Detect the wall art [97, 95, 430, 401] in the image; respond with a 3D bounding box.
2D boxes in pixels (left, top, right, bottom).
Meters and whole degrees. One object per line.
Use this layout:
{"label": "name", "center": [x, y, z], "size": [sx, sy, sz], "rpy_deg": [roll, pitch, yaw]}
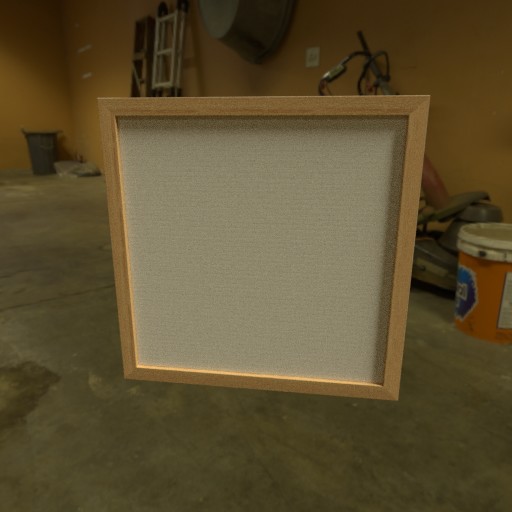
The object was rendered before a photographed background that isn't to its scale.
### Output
{"label": "wall art", "center": [0.000, 0.000, 1.128], "size": [0.762, 0.762, 0.027], "rpy_deg": [2, 17, 8]}
